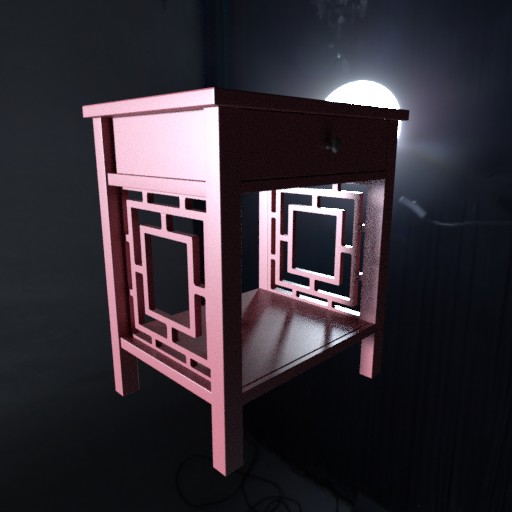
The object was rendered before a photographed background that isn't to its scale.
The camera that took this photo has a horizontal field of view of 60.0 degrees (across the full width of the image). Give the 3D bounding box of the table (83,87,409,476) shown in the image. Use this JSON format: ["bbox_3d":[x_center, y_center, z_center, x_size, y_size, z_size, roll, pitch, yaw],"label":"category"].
[{"bbox_3d":[0.000,0.000,1.079,0.599,0.686,0.451,-13,19,-43],"label":"table"}]
